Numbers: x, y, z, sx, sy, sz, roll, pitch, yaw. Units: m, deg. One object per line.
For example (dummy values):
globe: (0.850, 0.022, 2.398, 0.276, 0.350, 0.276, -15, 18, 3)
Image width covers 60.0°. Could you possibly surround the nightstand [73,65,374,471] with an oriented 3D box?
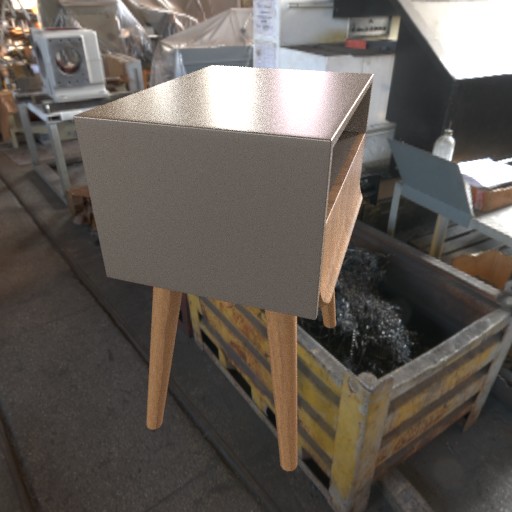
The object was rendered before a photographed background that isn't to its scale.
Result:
nightstand: (0.000, 0.000, 0.714, 0.288, 0.508, 0.370, 10, 33, 16)
